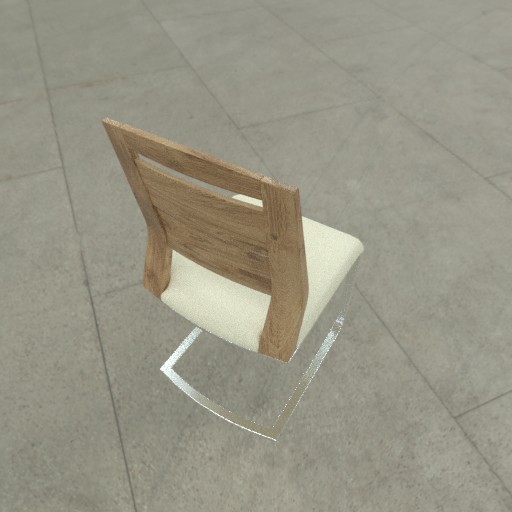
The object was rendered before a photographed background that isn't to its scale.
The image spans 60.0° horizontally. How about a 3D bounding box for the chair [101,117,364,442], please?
[{"bbox_3d":[0.000,0.000,1.229,0.457,0.955,0.561,24,51,21],"label":"chair"}]
